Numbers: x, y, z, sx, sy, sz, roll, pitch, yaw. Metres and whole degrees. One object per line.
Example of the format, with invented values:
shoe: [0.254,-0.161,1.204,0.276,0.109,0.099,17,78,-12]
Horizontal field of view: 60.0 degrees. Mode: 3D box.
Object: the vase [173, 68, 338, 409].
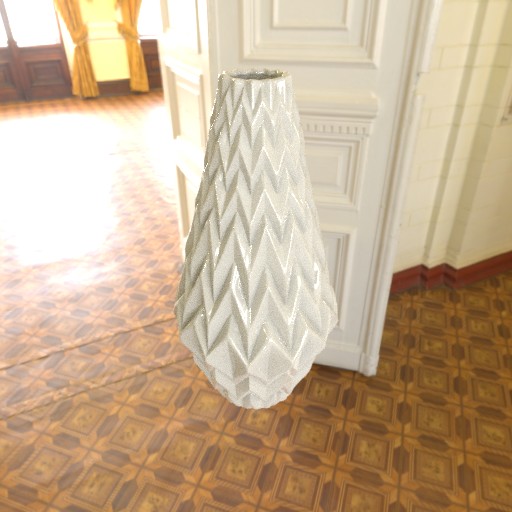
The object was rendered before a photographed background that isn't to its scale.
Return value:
vase: [0.000,0.000,0.424,0.167,0.328,0.167,0,32,0]
